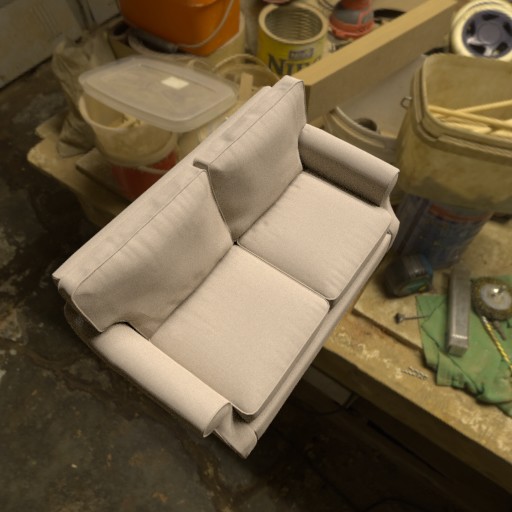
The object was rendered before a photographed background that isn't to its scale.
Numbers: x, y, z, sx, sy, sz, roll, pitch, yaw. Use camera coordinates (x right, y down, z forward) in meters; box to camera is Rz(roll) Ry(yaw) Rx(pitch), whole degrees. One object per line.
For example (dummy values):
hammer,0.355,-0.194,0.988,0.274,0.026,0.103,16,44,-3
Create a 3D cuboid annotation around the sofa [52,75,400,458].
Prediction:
sofa,0.000,0.000,2.201,0.964,0.937,1.665,32,63,19
